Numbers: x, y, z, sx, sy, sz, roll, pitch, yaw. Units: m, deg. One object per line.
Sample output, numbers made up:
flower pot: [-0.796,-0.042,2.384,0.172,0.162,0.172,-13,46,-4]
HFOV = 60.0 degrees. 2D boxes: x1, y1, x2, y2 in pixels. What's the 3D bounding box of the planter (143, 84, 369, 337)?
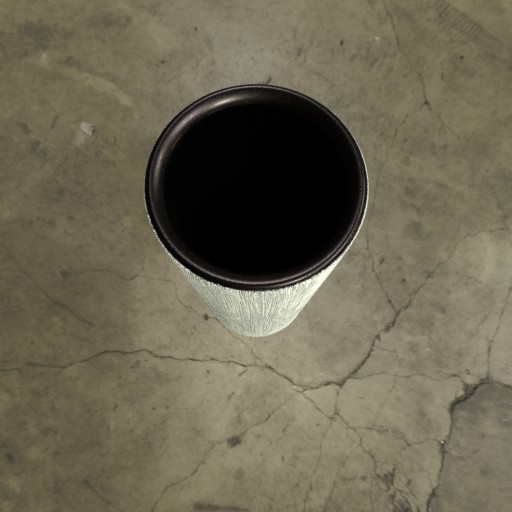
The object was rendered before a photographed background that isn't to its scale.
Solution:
planter: [0.000,0.000,0.325,0.100,0.270,0.100,17,76,4]
